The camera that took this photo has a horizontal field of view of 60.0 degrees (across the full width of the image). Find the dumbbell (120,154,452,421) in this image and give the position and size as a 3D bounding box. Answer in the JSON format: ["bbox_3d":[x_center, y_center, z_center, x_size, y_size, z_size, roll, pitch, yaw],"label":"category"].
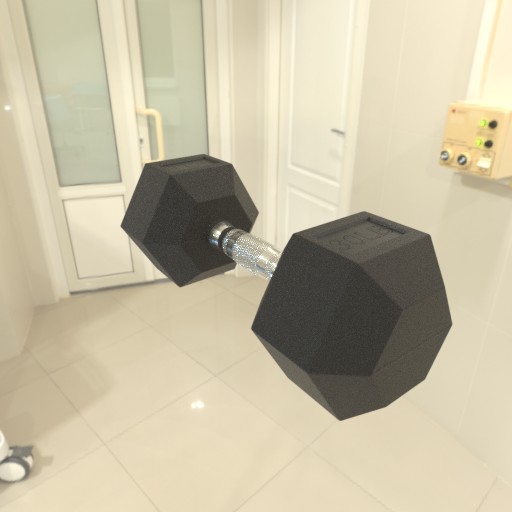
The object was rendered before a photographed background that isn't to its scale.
[{"bbox_3d":[0.000,0.000,0.404,0.142,0.123,0.337,-18,32,-33],"label":"dumbbell"}]
